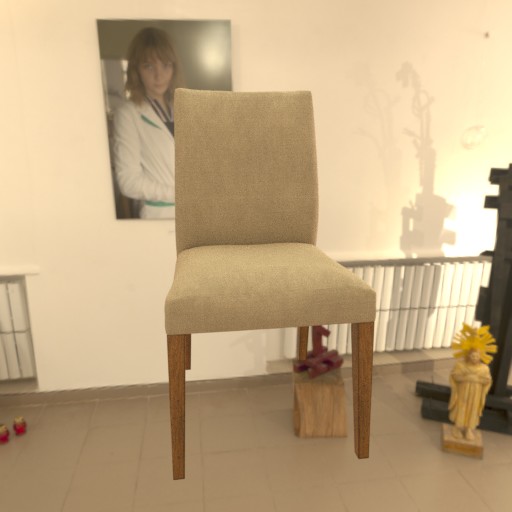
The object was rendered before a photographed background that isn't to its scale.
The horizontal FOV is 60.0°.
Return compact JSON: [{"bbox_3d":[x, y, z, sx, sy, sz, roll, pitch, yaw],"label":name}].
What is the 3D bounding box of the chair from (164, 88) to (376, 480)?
[{"bbox_3d":[0.000,0.000,1.260,0.496,0.940,0.585,-2,15,-9],"label":"chair"}]
